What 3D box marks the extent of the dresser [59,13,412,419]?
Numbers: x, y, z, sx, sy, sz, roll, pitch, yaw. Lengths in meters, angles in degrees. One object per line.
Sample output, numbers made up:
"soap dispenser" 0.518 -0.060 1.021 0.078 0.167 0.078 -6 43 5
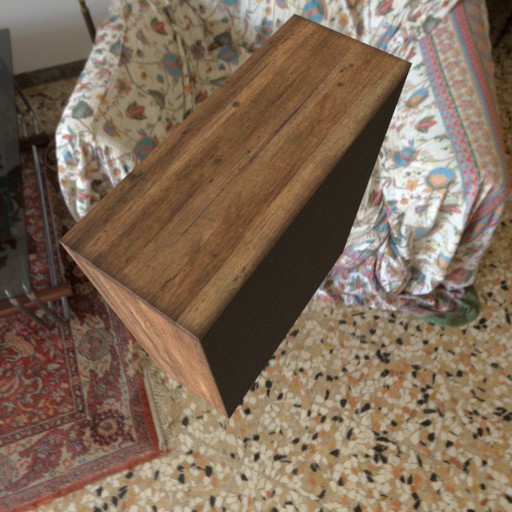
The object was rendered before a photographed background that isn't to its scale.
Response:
"dresser" 0.000 0.000 1.822 0.438 1.359 1.067 31 66 15
